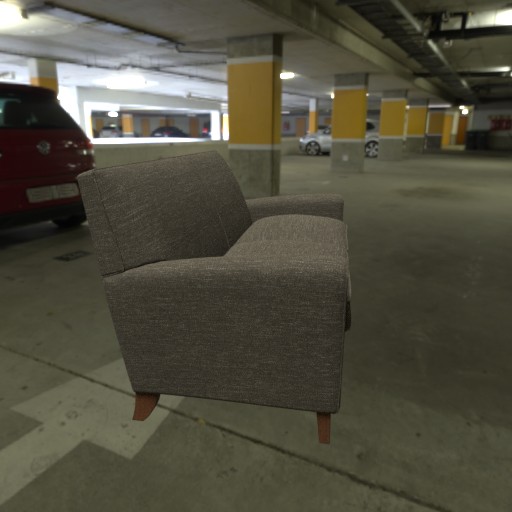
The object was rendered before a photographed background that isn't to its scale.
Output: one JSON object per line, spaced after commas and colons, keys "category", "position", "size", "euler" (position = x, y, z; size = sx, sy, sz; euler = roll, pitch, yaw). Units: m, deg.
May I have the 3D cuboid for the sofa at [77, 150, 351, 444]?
{"category": "sofa", "position": [0.000, 0.000, 2.083], "size": [0.867, 0.905, 1.509], "euler": [3, 16, 10]}
